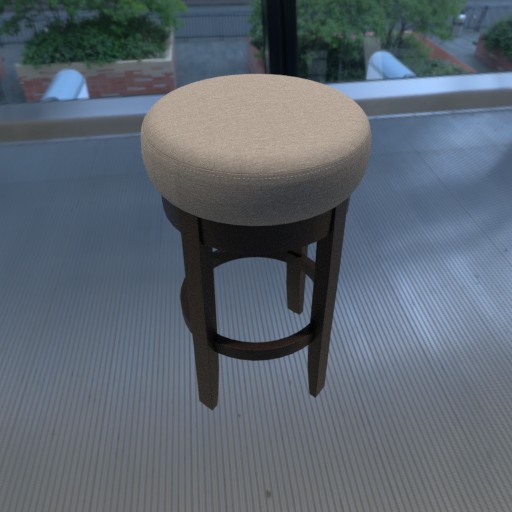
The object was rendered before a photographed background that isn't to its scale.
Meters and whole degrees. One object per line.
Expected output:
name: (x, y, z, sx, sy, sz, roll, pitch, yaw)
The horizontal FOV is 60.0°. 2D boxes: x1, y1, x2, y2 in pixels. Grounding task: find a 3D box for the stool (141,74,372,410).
stool: (0.000, 0.000, 1.069, 0.443, 0.757, 0.443, 0, 41, 0)
